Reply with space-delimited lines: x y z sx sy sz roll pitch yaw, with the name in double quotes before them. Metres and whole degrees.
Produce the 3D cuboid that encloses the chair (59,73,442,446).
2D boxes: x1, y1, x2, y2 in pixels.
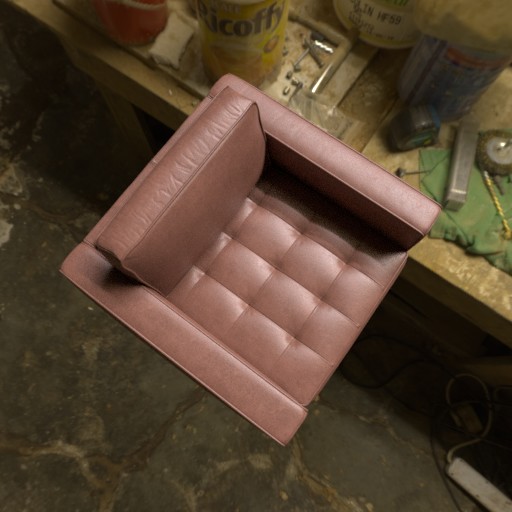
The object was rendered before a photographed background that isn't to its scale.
"chair" 0.000 0.000 1.559 0.900 0.770 0.920 35 79 8
